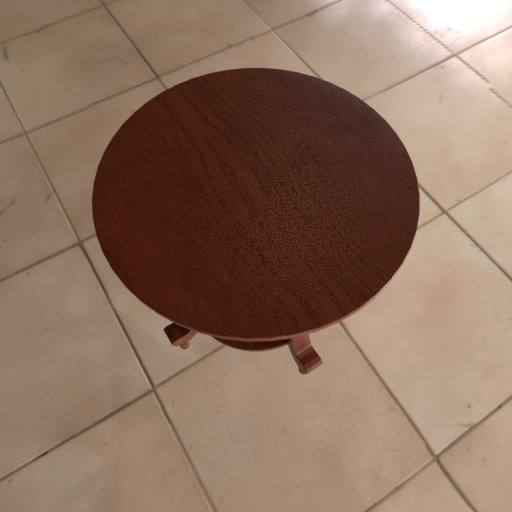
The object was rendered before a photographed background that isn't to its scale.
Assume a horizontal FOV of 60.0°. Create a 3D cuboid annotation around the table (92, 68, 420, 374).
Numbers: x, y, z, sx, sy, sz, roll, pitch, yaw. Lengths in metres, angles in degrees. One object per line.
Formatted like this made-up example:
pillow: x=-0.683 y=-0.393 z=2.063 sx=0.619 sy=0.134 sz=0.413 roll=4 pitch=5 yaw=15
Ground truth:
table: x=0.000 y=0.000 z=1.087 sx=0.597 sy=0.612 sz=0.597 roll=0 pitch=63 yaw=0
